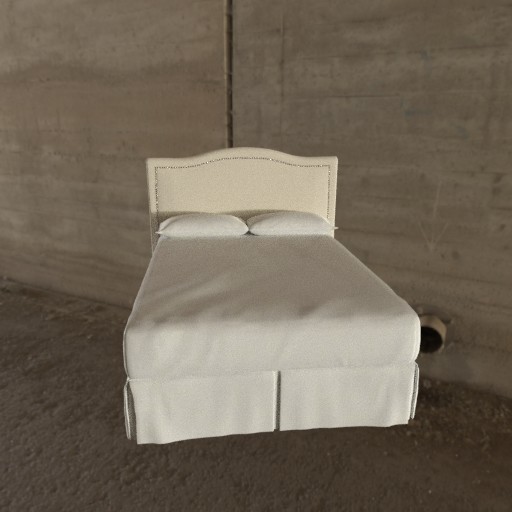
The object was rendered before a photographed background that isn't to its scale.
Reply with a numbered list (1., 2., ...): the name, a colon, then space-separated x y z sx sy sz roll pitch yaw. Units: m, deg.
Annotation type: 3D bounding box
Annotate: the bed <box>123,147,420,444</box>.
1. bed: 0.000 0.000 3.277 1.753 1.460 2.143 -2 17 -6
